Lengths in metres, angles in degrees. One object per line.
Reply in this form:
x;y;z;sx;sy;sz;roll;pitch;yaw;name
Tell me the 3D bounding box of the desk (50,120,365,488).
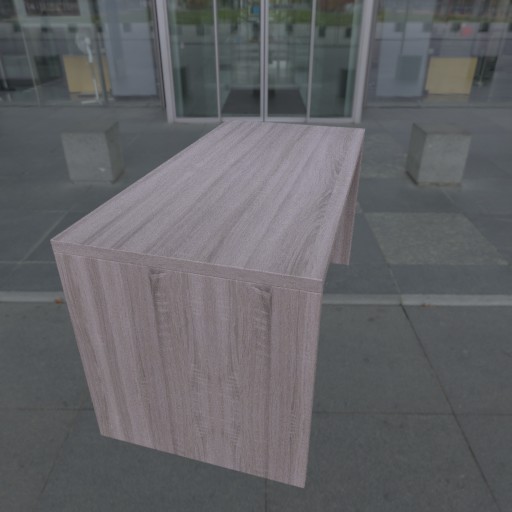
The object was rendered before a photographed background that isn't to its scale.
0.000;0.000;1.799;0.690;0.745;1.380;8;31;14;desk
